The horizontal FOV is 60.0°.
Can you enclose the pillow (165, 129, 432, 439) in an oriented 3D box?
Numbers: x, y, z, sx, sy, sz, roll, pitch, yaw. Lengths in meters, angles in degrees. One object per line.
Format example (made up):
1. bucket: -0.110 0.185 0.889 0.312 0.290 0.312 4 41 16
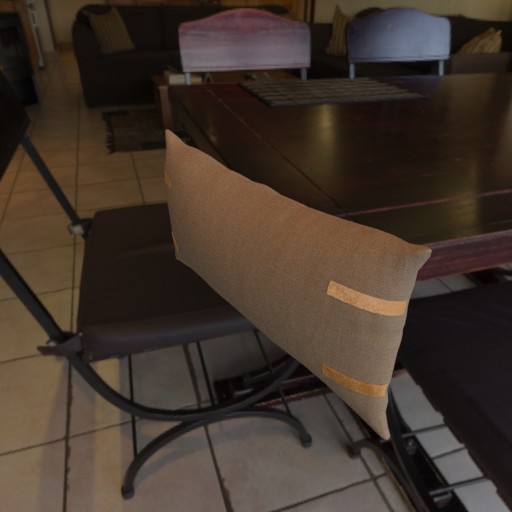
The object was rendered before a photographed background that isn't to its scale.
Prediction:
1. pillow: 0.000 0.000 0.747 0.148 0.308 0.612 -21 37 -31
